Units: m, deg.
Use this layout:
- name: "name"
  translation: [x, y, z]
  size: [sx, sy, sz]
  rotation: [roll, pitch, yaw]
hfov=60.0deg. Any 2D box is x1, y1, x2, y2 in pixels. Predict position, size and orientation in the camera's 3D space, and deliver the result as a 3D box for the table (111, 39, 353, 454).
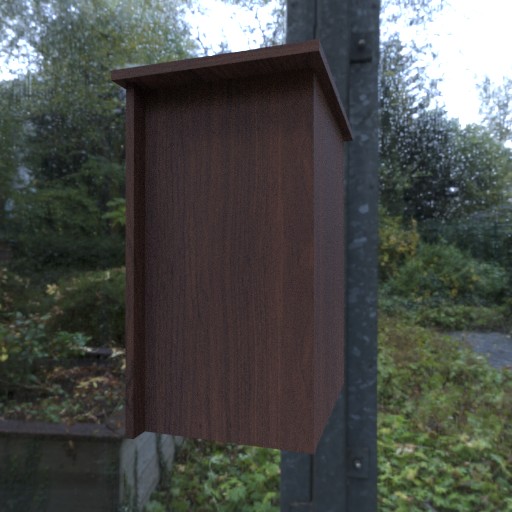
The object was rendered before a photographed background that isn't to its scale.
- name: "table"
  translation: [0.000, 0.000, 1.070]
  size: [0.406, 0.711, 0.589]
  rotation: [0, 0, 18]
